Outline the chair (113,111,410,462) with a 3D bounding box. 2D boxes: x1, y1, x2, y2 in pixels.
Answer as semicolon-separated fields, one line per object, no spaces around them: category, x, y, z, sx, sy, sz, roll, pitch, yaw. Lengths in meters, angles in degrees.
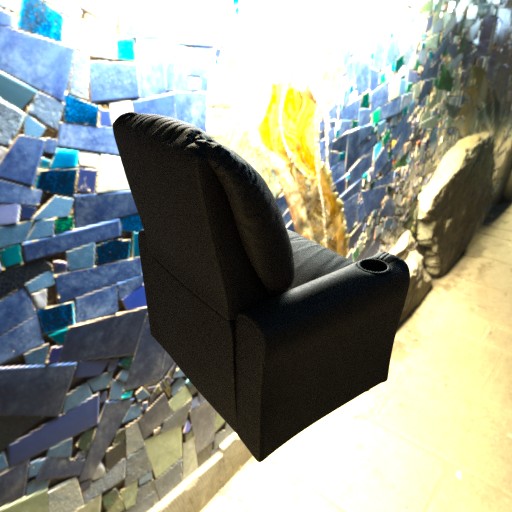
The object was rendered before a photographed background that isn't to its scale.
chair;0.000;0.000;1.119;0.521;0.709;0.610;-18;31;-32
